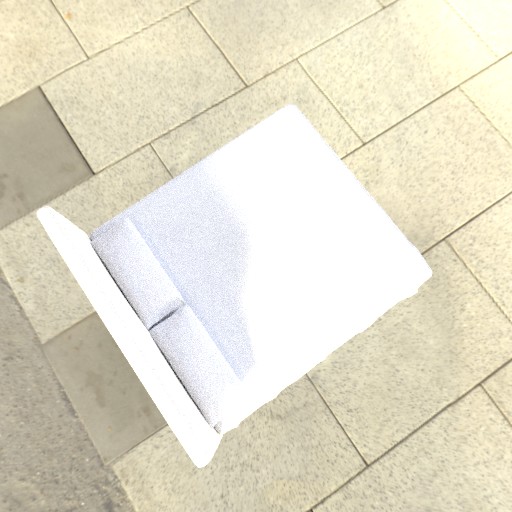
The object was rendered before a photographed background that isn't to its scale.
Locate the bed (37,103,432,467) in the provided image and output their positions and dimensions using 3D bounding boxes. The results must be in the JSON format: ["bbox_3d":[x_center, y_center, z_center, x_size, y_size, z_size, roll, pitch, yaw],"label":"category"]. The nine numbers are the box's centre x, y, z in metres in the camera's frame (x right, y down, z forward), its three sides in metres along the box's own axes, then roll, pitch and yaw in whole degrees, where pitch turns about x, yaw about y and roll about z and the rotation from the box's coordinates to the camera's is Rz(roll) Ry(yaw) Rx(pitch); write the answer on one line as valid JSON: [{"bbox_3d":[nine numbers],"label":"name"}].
[{"bbox_3d":[0.000,0.000,3.649,2.341,1.317,2.119,-35,79,-8],"label":"bed"}]
